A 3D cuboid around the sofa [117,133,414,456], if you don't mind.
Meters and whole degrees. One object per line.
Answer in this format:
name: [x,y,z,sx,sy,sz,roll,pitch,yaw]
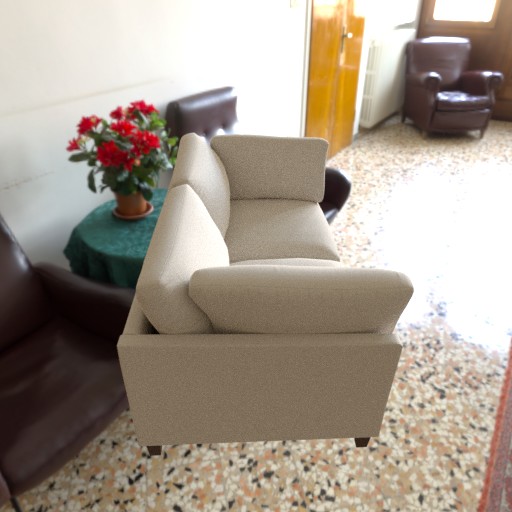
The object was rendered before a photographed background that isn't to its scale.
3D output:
sofa: [0.000,0.000,2.267,0.970,0.836,1.776,-1,32,-2]
